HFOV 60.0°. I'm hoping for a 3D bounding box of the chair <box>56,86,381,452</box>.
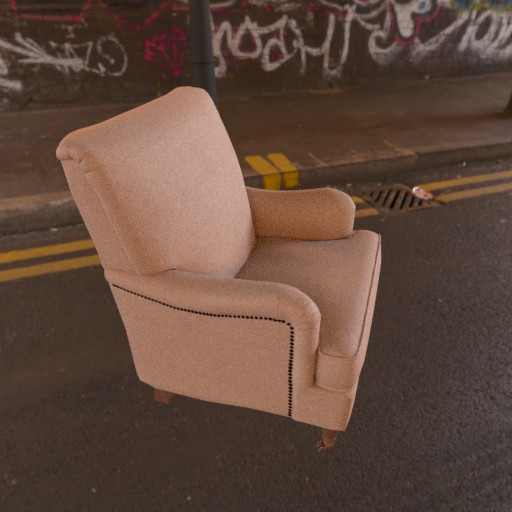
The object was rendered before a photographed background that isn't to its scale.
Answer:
[{"bbox_3d":[0.000,0.000,1.751,0.953,1.119,0.879,10,33,15],"label":"chair"}]
